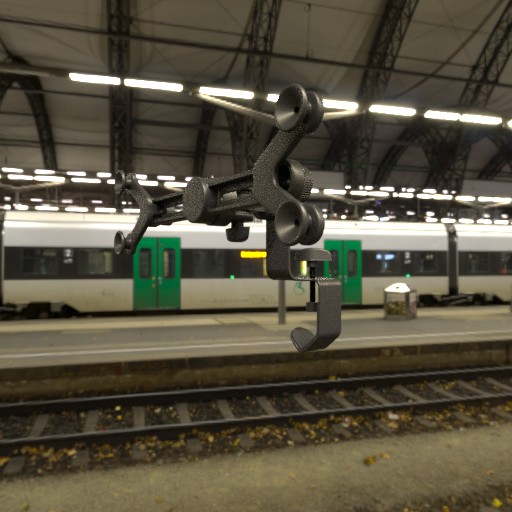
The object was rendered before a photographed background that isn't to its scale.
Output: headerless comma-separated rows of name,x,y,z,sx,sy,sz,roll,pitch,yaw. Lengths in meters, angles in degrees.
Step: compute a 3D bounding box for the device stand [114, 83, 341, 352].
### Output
device stand,0.000,0.000,0.361,0.142,0.166,0.270,1,-2,-36
